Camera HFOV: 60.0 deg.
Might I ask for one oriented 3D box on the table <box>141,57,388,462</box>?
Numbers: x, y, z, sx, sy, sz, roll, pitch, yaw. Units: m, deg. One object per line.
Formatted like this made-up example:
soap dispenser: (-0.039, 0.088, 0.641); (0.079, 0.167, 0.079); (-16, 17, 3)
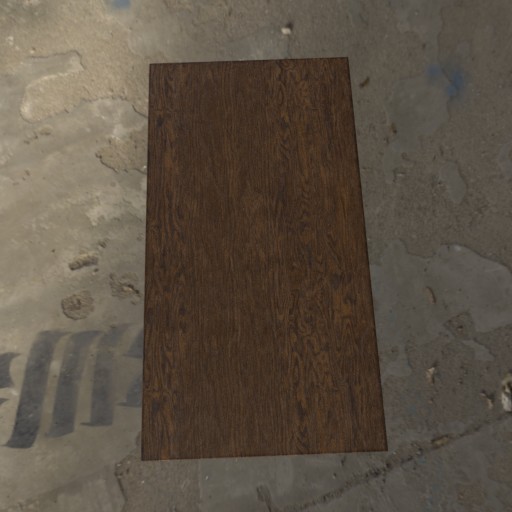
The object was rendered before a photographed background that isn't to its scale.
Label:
table: (0.000, 0.000, 2.544); (1.078, 0.795, 1.989); (-2, 76, -1)
